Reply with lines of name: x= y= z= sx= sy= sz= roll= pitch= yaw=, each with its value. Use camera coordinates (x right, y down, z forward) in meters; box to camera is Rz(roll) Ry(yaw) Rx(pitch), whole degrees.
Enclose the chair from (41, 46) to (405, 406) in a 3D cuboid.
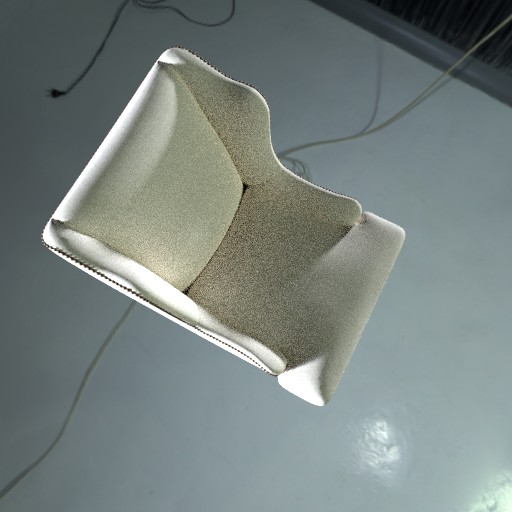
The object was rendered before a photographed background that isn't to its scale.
chair: x=0.000 y=0.000 z=1.628 sx=0.940 sy=1.029 sz=0.737 roll=27 pitch=77 yaw=7
